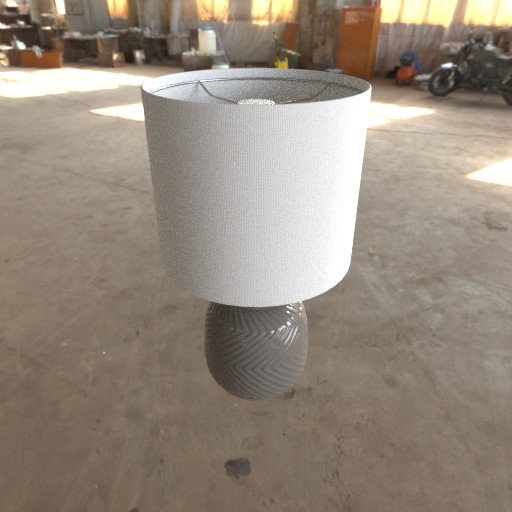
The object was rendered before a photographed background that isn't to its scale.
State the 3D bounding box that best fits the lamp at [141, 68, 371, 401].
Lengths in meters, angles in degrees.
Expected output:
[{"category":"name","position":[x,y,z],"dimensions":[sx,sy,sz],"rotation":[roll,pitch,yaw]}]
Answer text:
[{"category":"lamp","position":[0.000,0.000,0.497],"dimensions":[0.207,0.366,0.207],"rotation":[-22,36,-33]}]
